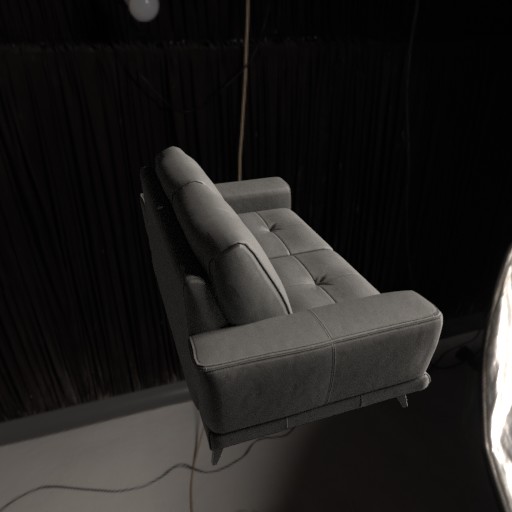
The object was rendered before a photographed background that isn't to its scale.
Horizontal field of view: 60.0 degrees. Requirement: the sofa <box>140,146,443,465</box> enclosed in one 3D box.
[{"bbox_3d":[0.000,0.000,2.374,1.018,0.907,1.806,-10,30,-17],"label":"sofa"}]
